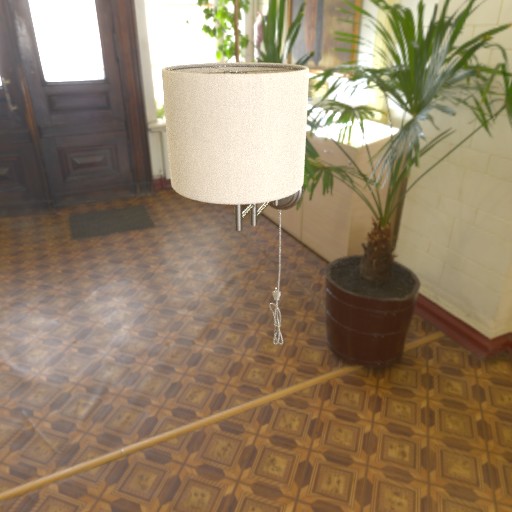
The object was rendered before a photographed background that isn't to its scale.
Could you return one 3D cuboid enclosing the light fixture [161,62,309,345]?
[{"bbox_3d":[0.000,0.000,1.051,0.253,0.842,0.479,9,28,16],"label":"light fixture"}]
